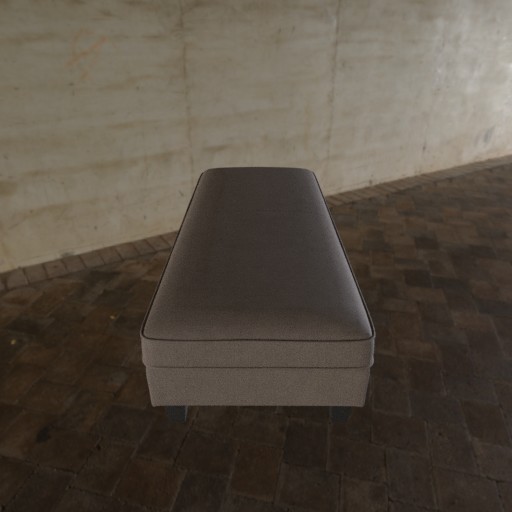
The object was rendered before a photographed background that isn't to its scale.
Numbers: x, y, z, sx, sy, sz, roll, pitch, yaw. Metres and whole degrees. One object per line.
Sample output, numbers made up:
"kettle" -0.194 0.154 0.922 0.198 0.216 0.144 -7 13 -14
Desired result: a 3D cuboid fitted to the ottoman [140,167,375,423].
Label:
"ottoman" 0.000 0.000 2.151 0.751 0.470 1.764 0 27 0
